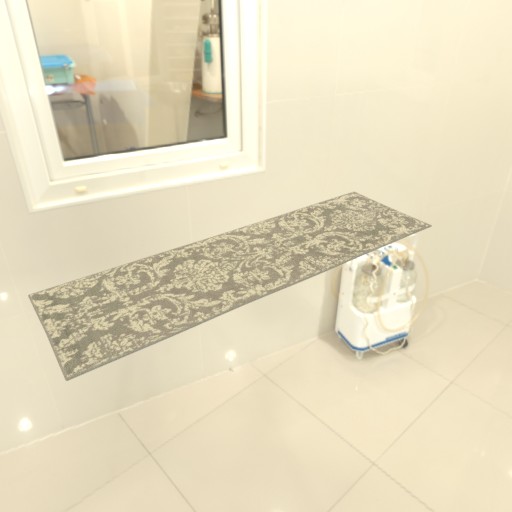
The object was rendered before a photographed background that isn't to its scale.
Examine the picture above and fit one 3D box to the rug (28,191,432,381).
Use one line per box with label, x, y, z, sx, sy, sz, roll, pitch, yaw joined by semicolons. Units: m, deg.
rug;0.000;0.000;2.424;2.196;0.011;0.662;-20;36;-30
